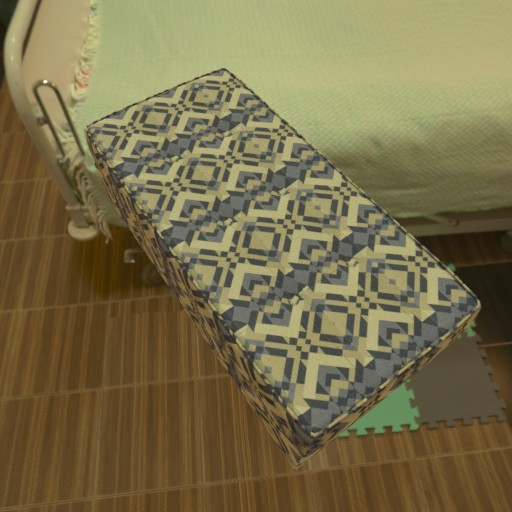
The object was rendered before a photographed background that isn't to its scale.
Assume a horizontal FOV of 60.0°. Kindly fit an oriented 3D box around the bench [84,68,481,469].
[{"bbox_3d":[0.000,0.000,1.259,0.492,0.477,1.016,-31,62,-18],"label":"bench"}]
